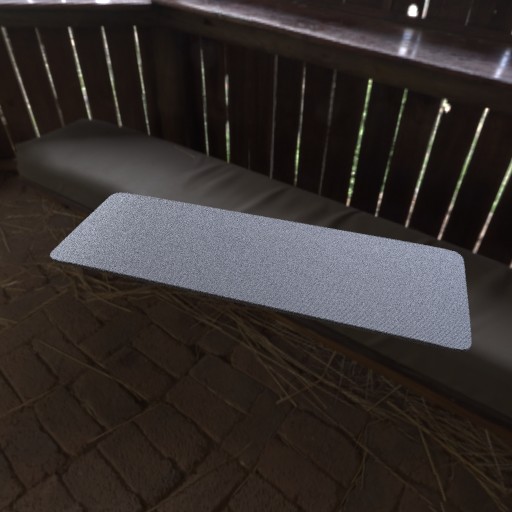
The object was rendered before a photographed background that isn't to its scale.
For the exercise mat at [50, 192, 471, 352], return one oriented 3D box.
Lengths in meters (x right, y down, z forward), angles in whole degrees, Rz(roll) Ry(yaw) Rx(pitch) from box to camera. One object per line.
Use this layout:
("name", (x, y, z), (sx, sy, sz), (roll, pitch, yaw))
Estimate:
("exercise mat", (0.000, 0.000, 2.096), (1.884, 0.021, 0.616), (11, 41, 13))
